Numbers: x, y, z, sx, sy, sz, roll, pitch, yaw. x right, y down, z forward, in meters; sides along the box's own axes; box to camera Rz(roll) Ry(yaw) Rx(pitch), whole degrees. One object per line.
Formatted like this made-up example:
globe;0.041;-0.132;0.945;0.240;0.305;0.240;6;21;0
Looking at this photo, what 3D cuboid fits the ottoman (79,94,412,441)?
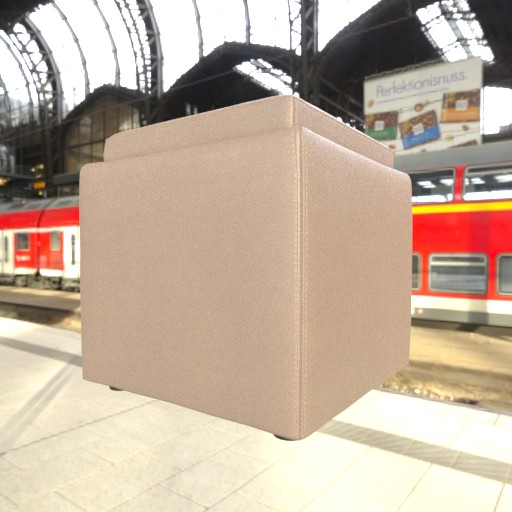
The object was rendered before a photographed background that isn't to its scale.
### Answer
ottoman;0.000;0.000;0.813;0.451;0.460;0.450;1;1;35
